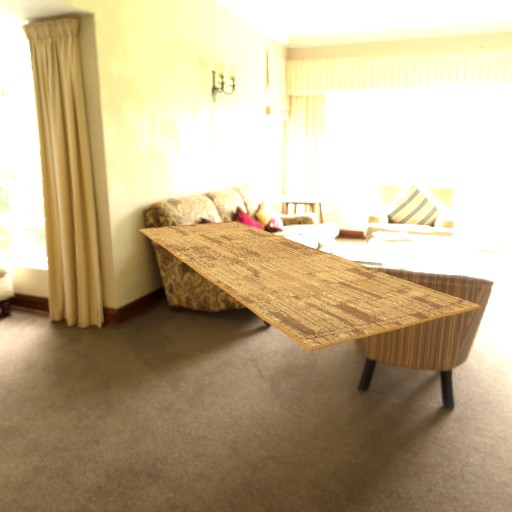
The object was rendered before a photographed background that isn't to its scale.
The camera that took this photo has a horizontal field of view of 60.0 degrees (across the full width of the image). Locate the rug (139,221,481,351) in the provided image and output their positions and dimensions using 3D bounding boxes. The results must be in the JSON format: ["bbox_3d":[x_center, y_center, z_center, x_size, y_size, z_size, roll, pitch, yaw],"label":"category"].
[{"bbox_3d":[0.000,0.000,2.647,0.857,0.018,2.383,-7,16,-27],"label":"rug"}]
